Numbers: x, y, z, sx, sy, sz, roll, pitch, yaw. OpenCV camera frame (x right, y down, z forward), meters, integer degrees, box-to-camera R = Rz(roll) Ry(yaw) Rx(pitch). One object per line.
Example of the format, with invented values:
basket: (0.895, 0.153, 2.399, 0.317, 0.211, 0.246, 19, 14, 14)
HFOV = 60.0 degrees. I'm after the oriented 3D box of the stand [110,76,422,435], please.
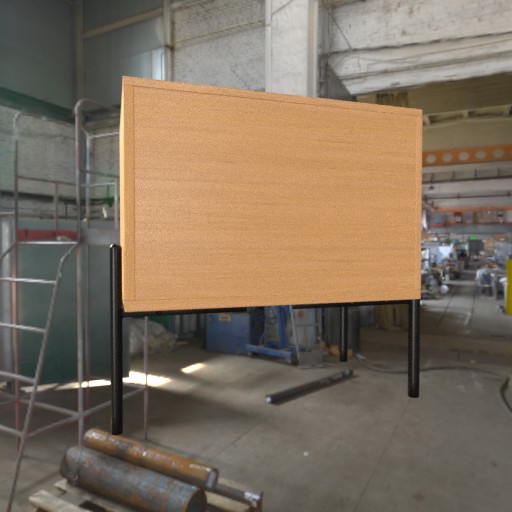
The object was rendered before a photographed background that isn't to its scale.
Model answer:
stand: (0.000, 0.000, 1.008, 0.630, 0.600, 0.400, 0, 1, -18)
